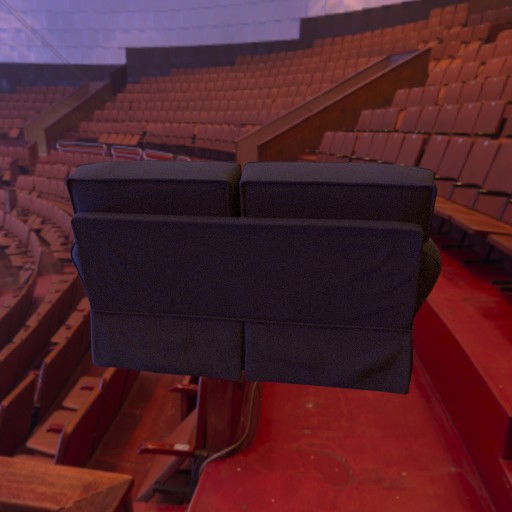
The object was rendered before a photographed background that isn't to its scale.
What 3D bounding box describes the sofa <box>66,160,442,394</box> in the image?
[{"bbox_3d":[0.000,0.000,2.442,1.801,1.059,0.997,3,16,9],"label":"sofa"}]
